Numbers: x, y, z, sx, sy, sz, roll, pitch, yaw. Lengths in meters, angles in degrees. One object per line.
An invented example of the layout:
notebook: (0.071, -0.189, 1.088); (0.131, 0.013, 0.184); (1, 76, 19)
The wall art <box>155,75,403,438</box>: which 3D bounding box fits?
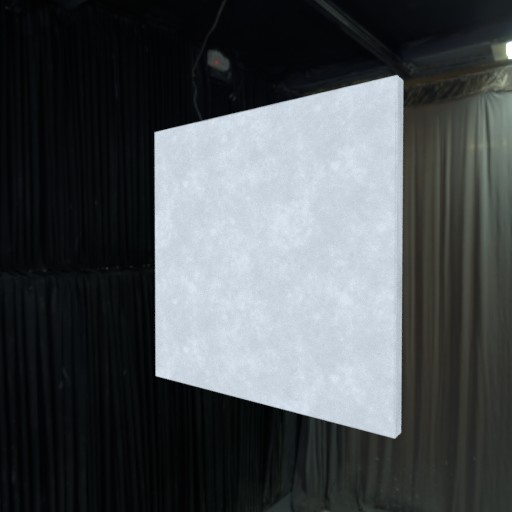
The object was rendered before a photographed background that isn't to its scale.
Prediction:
wall art: (0.000, 0.000, 0.465); (0.303, 0.303, 0.015); (1, 1, 37)
